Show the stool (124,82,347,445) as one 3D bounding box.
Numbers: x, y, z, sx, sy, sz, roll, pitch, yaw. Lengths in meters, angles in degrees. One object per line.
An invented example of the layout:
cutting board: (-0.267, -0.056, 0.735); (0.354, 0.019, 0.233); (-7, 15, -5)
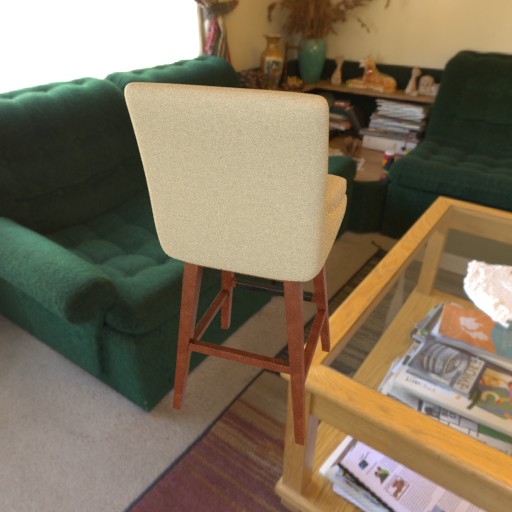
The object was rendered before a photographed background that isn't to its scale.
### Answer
stool: (0.000, 0.000, 1.381); (0.470, 1.092, 0.559); (10, 33, 16)
